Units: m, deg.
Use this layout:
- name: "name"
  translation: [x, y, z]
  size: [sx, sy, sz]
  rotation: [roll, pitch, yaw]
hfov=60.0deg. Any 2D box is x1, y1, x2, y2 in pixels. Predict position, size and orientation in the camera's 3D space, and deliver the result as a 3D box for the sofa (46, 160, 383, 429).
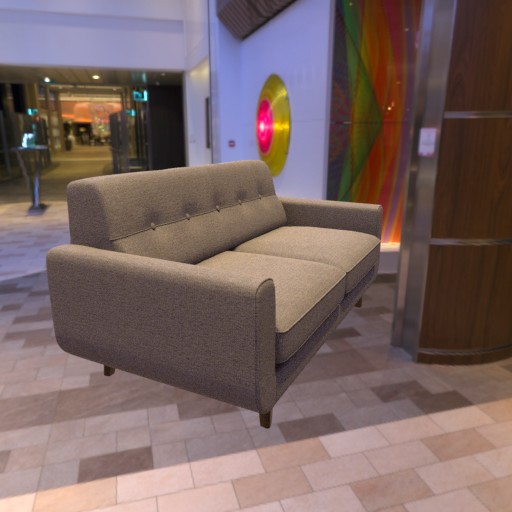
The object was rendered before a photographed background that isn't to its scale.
- name: "sofa"
  translation: [0.000, 0.000, 2.143]
  size: [0.909, 0.841, 1.631]
  rotation: [8, 17, 26]
